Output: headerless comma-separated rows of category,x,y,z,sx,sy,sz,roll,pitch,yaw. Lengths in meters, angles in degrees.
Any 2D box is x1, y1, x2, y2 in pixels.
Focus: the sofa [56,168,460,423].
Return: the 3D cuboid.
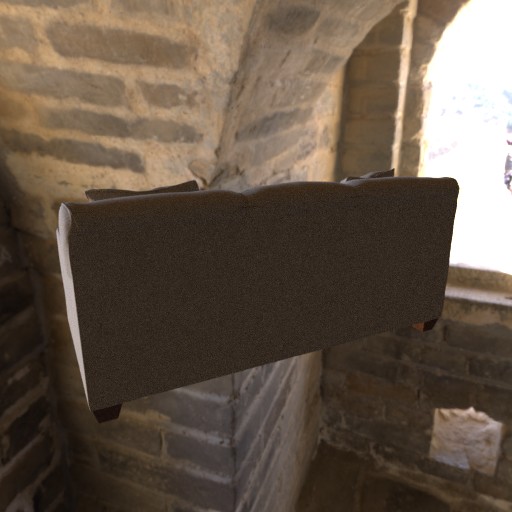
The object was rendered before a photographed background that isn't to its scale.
sofa,0.000,0.000,2.507,2.024,0.958,0.997,-8,19,-26
